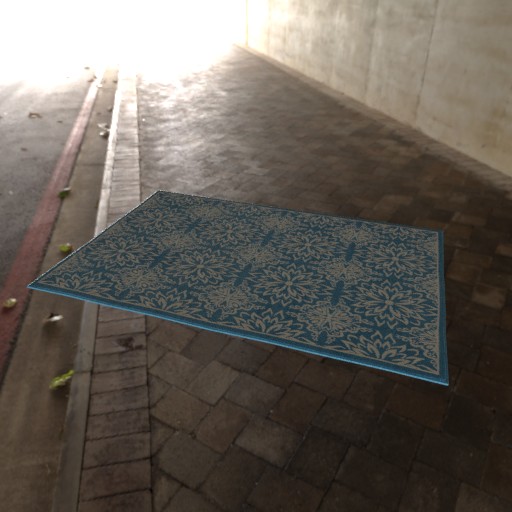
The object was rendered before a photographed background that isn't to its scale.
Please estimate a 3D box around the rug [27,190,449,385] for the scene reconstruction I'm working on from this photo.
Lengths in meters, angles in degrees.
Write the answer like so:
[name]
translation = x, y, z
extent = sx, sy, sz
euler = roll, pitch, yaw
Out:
[rug]
translation = 0.000, 0.000, 2.288
extent = 1.833, 0.012, 1.211
euler = 10, 33, 16
